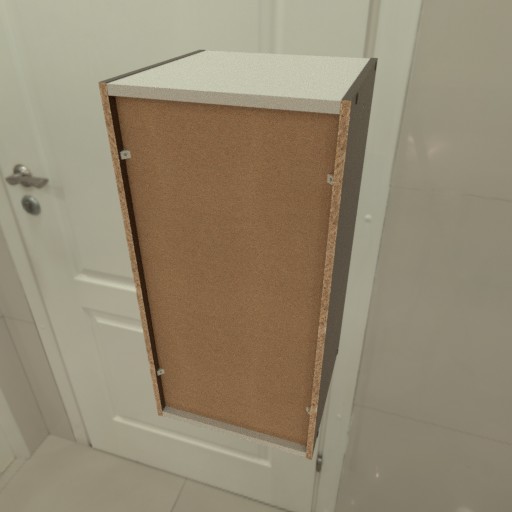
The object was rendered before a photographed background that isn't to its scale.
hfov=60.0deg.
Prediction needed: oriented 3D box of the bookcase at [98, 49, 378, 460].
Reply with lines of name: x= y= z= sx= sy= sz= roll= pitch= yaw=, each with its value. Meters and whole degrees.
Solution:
bookcase: x=0.000 y=0.000 z=0.760 sx=0.300 sy=0.600 sz=0.290 roll=10 pitch=34 yaw=15
